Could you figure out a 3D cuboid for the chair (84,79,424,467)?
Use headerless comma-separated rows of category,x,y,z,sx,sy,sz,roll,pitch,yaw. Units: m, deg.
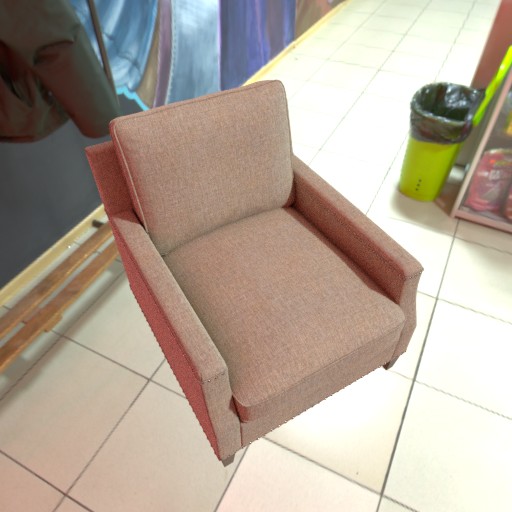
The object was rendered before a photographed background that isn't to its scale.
chair,0.000,0.000,1.669,0.853,0.943,1.014,-23,50,-21
